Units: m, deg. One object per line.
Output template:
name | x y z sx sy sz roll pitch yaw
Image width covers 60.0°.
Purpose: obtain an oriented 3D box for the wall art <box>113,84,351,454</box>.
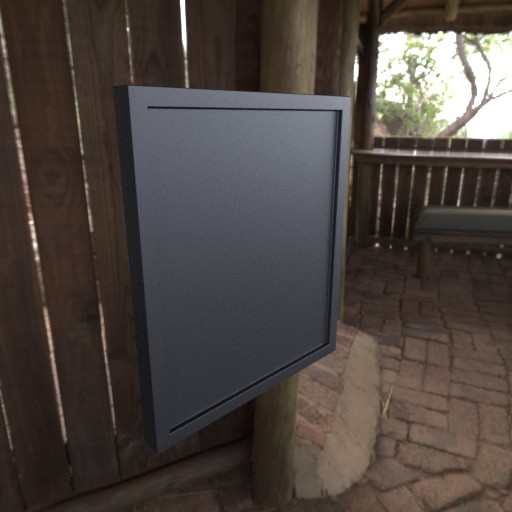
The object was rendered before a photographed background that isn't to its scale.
wall art | 0.000 0.000 0.549 0.328 0.381 0.028 -16 24 -42
